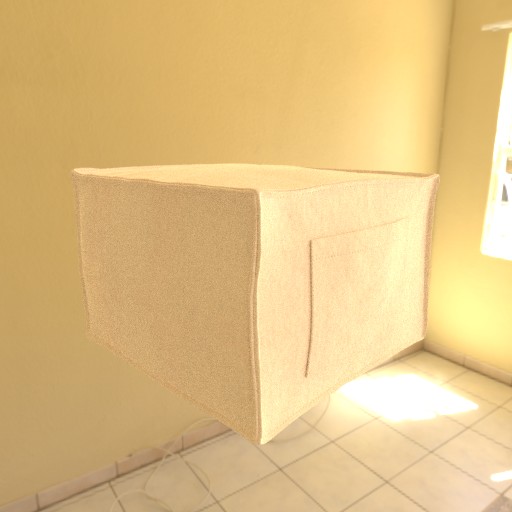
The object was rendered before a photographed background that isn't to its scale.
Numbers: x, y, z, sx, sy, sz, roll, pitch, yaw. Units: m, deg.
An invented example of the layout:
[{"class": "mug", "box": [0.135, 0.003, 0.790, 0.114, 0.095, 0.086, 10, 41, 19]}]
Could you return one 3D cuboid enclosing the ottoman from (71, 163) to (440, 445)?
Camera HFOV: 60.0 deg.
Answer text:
[{"class": "ottoman", "box": [0.000, 0.000, 1.170, 0.696, 0.470, 0.707, 14, 19, 43]}]
